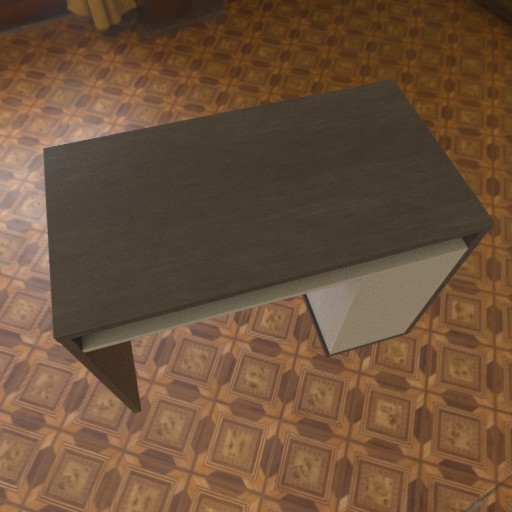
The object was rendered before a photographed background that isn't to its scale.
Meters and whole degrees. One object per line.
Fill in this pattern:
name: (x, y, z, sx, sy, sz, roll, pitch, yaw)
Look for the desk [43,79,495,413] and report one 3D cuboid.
desk: (0.000, 0.000, 1.520, 1.100, 0.750, 0.600, -14, 59, -8)
